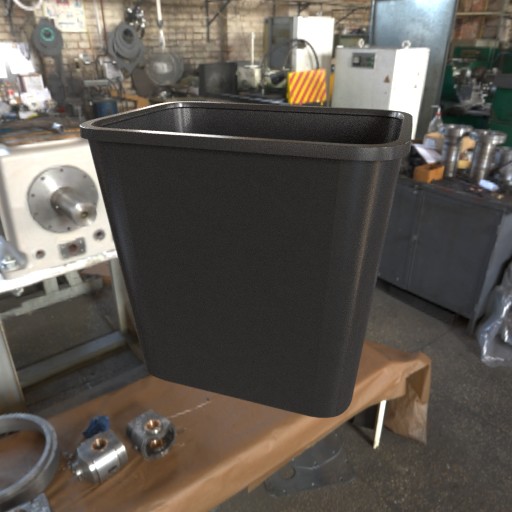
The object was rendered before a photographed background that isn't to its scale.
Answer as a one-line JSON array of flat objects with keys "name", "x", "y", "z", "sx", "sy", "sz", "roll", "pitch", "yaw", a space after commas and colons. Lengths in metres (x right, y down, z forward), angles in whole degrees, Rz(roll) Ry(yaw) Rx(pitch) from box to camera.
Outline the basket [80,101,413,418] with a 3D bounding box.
[{"name": "basket", "x": 0.000, "y": 0.000, "z": 0.511, "sx": 0.300, "sy": 0.307, "sz": 0.211, "roll": 8, "pitch": 27, "yaw": 17}]
